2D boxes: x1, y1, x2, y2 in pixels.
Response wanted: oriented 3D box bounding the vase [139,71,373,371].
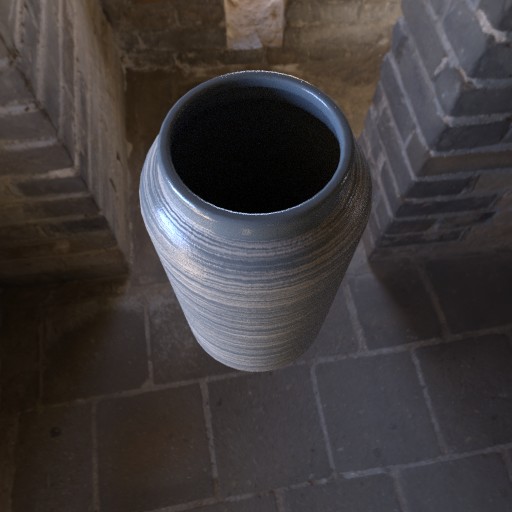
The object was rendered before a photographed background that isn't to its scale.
[{"bbox_3d":[0.000,0.000,0.295,0.116,0.230,0.116,0,64,0],"label":"vase"}]
